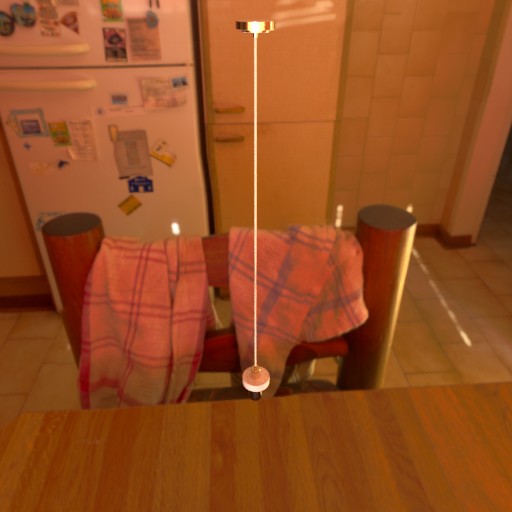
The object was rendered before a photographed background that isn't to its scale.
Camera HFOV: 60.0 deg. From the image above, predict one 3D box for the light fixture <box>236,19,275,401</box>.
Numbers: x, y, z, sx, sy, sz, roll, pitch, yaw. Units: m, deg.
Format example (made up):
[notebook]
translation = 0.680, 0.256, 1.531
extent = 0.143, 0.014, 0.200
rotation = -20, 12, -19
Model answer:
[light fixture]
translation = 0.000, 0.000, 1.776
extent = 0.129, 1.669, 0.129
rotation = -20, 37, -29
